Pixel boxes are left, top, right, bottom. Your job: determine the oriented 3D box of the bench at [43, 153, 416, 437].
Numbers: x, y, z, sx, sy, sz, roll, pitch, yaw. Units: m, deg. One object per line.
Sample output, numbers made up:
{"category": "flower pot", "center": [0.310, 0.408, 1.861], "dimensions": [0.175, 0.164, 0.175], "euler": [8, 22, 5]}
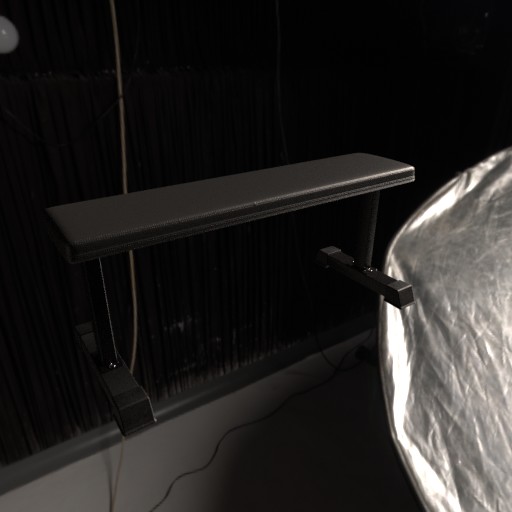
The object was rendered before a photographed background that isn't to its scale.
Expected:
{"category": "bench", "center": [0.000, 0.000, 1.313], "dimensions": [1.072, 0.453, 0.439], "euler": [-16, 30, -30]}
